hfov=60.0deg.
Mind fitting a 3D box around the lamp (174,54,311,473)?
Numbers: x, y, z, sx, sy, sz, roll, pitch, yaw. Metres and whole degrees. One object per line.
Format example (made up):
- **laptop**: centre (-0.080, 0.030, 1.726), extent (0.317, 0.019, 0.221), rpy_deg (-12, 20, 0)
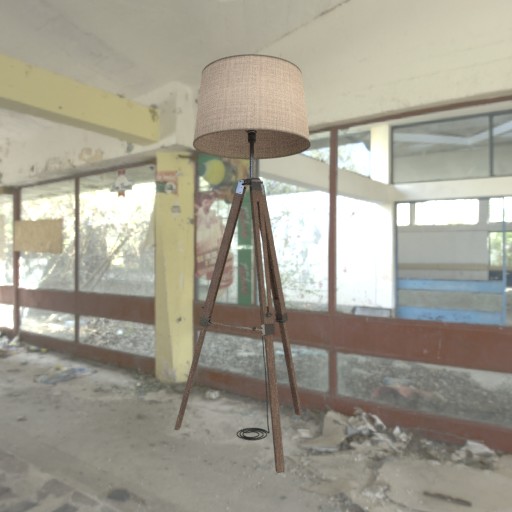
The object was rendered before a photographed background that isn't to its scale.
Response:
- **lamp**: centre (0.000, 0.000, 1.825), extent (0.604, 1.510, 0.587), rpy_deg (0, 0, -19)
